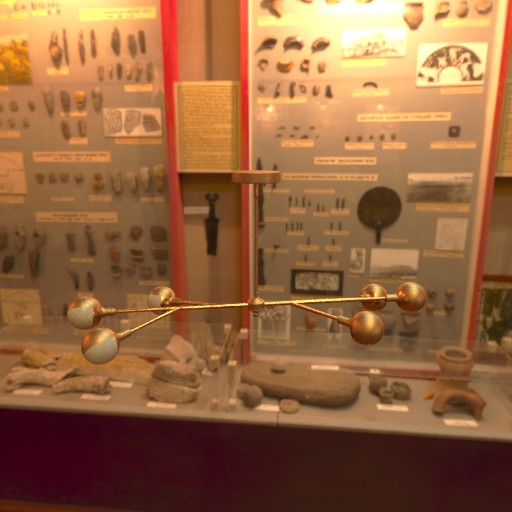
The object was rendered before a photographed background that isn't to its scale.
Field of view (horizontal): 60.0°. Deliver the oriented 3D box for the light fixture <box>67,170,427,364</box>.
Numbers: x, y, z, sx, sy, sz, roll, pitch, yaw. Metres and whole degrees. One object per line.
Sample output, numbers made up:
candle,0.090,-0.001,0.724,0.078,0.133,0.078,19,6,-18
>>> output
light fixture,0.000,0.000,0.967,0.778,0.362,0.434,2,14,8
